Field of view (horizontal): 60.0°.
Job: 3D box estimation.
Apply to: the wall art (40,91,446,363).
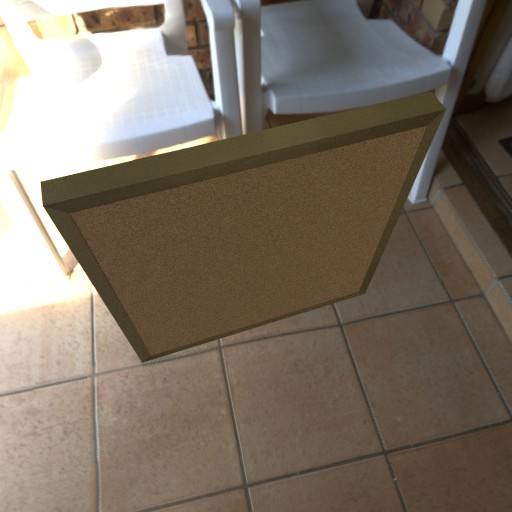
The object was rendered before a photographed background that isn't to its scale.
[{"bbox_3d":[0.000,0.000,0.753,0.507,0.508,0.038,-16,59,-10],"label":"wall art"}]
